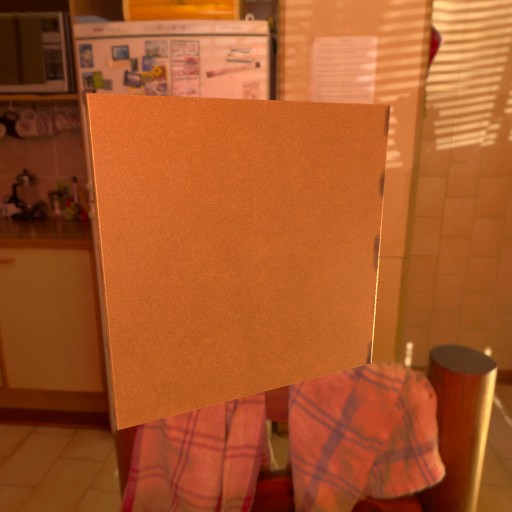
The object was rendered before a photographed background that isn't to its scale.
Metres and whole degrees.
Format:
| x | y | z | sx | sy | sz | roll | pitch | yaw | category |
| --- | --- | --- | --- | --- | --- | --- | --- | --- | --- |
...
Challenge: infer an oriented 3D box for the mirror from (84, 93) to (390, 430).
| x | y | z | sx | sy | sz | roll | pitch | yaw | category |
| --- | --- | --- | --- | --- | --- | --- | --- | --- | --- |
| 0.000 | 0.000 | 0.765 | 0.509 | 0.507 | 0.042 | -7 | 16 | -24 | mirror |
